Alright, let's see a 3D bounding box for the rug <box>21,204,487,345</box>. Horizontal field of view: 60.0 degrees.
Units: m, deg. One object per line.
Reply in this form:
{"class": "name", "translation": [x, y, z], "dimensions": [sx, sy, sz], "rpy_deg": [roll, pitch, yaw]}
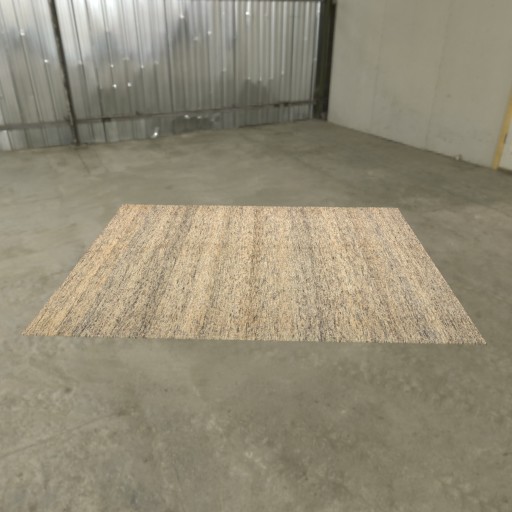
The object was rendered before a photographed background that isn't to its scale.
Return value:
{"class": "rug", "translation": [0.000, 0.000, 4.098], "dimensions": [3.199, 0.036, 2.414], "rpy_deg": [1, 28, 2]}
